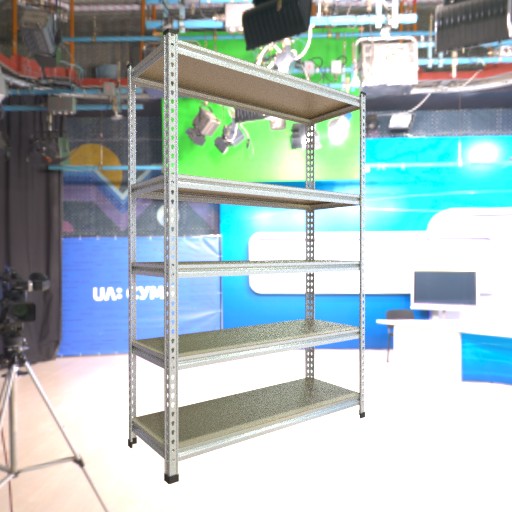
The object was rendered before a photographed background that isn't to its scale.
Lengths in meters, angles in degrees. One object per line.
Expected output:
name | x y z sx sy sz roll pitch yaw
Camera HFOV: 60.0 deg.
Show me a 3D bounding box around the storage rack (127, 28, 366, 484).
storage rack | 0.000 0.000 2.320 1.219 1.829 0.457 0 1 -37
